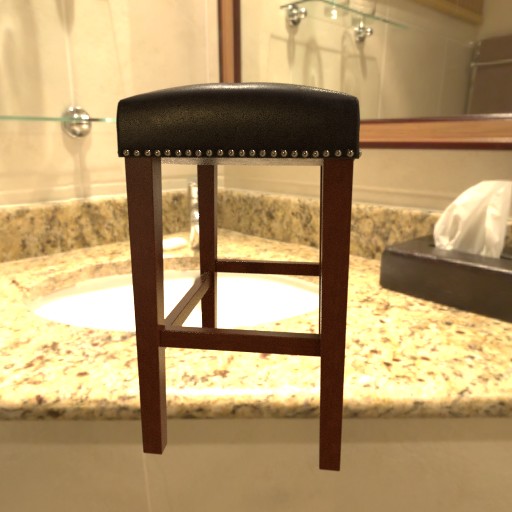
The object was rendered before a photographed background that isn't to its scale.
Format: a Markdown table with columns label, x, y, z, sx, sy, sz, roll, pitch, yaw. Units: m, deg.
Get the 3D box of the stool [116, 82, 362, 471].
| label | x | y | z | sx | sy | sz | roll | pitch | yaw |
| --- | --- | --- | --- | --- | --- | --- | --- | --- | --- |
| stool | 0.000 | 0.000 | 0.951 | 0.372 | 0.654 | 0.504 | 2 | 15 | 7 |
